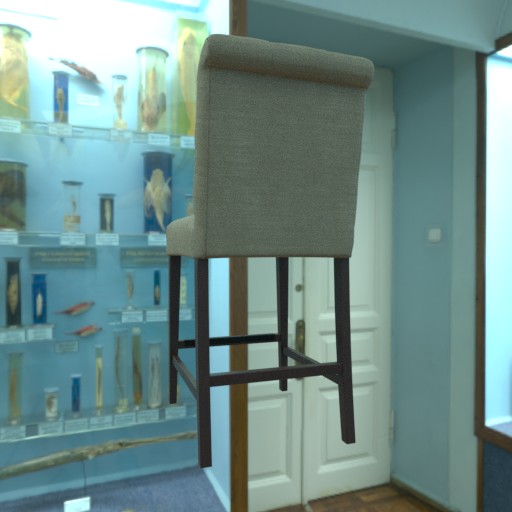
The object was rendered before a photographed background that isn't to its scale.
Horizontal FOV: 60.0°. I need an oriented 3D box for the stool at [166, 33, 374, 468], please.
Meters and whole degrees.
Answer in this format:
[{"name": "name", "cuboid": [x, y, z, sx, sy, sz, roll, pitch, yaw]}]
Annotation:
[{"name": "stool", "cuboid": [0.000, 0.000, 1.417, 0.486, 1.084, 0.660, 0, 1, -19]}]
